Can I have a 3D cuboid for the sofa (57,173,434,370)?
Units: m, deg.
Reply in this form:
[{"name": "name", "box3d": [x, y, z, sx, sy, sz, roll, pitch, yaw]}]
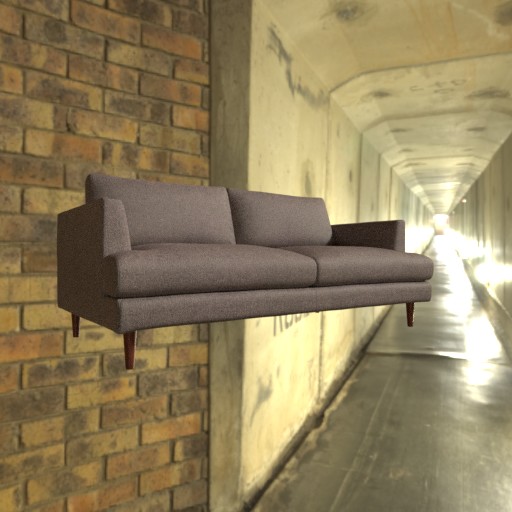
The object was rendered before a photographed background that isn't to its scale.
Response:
[{"name": "sofa", "box3d": [0.000, 0.000, 2.541, 1.948, 0.868, 1.020, 0, 0, -36]}]
